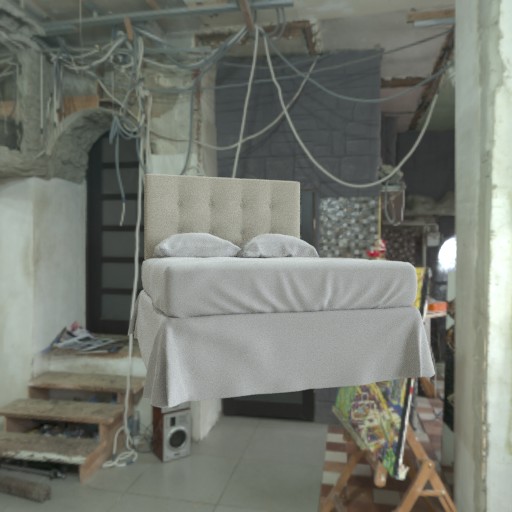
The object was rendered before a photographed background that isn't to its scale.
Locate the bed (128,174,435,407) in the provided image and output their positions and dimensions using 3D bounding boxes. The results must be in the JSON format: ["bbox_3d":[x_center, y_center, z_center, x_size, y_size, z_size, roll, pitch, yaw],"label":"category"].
[{"bbox_3d":[0.000,0.000,3.600,1.936,1.577,2.222,0,1,-18],"label":"bed"}]
